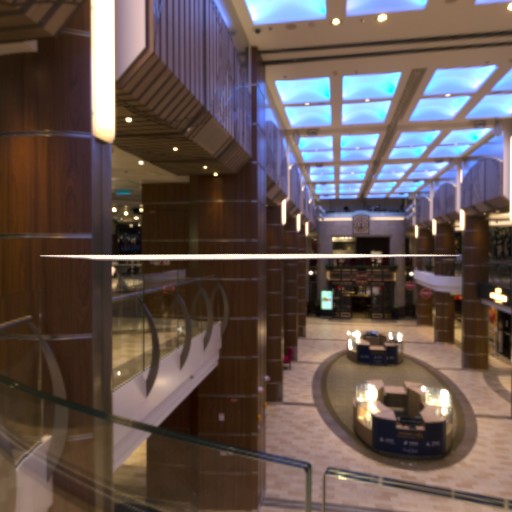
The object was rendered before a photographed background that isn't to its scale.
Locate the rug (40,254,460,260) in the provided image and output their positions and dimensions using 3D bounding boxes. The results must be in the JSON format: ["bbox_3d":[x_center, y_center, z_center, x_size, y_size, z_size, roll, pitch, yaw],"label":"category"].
[{"bbox_3d":[0.000,0.000,3.034,2.442,0.016,1.527,0,1,-36],"label":"rug"}]
